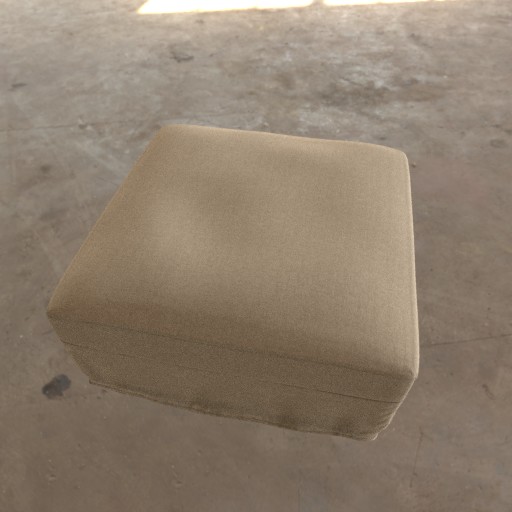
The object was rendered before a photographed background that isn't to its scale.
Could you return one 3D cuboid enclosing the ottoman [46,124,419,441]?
[{"bbox_3d":[0.000,0.000,1.323,0.843,0.436,0.840,8,48,8],"label":"ottoman"}]
